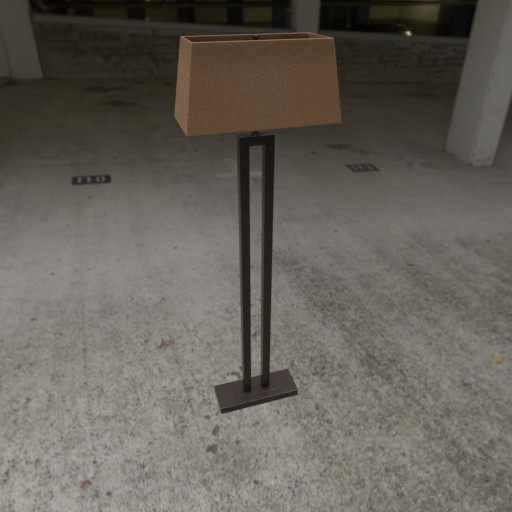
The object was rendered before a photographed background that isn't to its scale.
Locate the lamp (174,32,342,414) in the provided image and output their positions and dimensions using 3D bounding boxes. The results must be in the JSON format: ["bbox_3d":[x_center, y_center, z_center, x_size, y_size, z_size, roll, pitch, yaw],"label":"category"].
[{"bbox_3d":[0.000,0.000,1.643,0.475,1.469,0.233,-9,33,-15],"label":"lamp"}]
